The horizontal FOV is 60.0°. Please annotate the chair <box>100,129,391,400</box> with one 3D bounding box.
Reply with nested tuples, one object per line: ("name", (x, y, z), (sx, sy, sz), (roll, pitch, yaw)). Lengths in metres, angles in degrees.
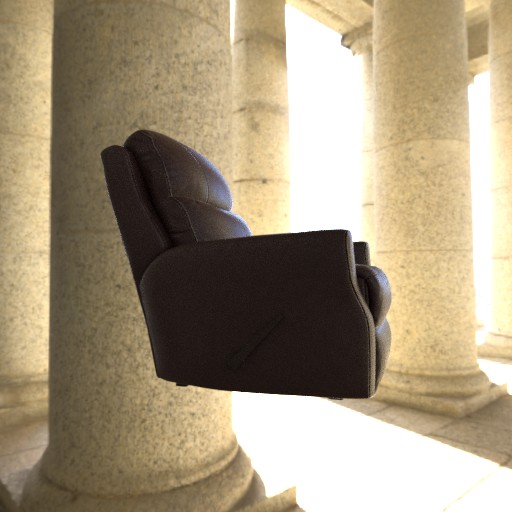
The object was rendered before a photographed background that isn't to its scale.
("chair", (0.000, 0.000, 1.864), (1.080, 1.030, 0.829), (-1, -2, 19))
